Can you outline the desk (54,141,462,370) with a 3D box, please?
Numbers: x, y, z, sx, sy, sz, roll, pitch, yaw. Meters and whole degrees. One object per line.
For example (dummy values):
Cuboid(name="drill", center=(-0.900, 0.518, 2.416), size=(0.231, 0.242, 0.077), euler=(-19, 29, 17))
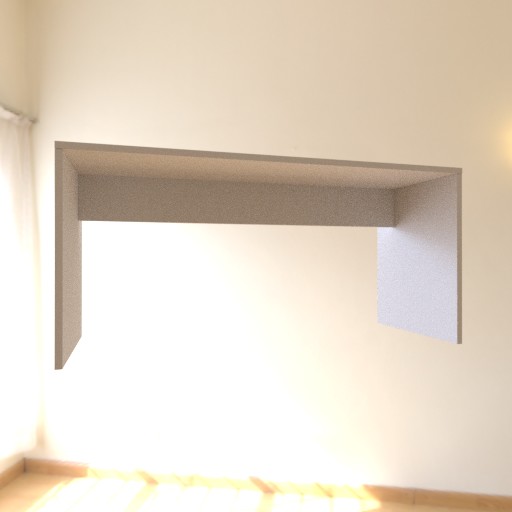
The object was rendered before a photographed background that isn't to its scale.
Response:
Cuboid(name="desk", center=(0.000, 0.000, 2.053), size=(1.600, 0.750, 0.802), euler=(0, 0, -16))
